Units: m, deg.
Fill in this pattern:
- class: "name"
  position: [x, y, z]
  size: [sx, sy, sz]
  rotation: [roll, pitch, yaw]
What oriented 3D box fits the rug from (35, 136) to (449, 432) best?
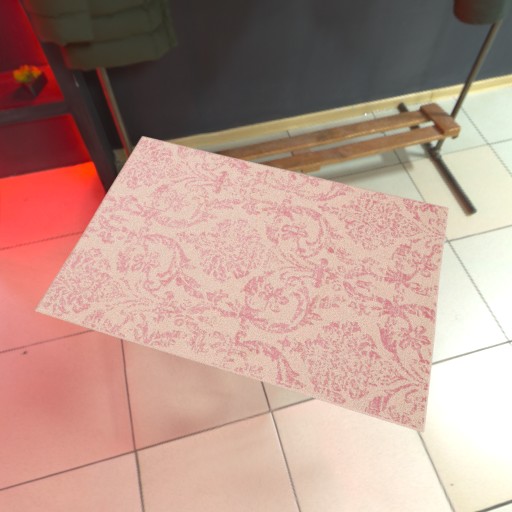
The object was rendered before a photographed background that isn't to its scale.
- class: "rug"
  position: [0.000, 0.000, 2.274]
  size: [1.839, 0.012, 1.219]
  rotation: [15, 60, 9]
